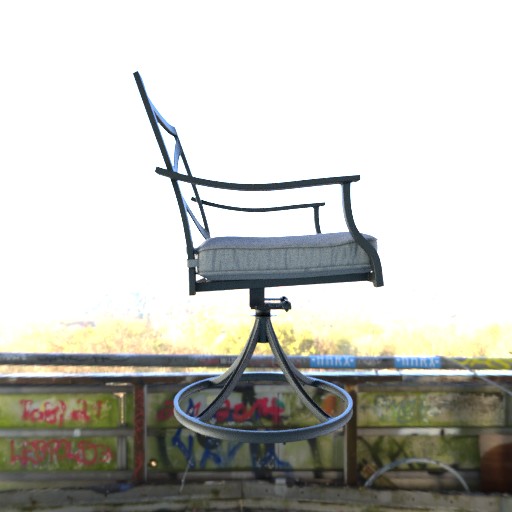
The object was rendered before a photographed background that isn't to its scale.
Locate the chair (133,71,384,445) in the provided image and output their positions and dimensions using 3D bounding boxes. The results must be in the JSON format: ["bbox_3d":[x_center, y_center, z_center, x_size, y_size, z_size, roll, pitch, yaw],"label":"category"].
[{"bbox_3d":[0.000,0.000,1.302,0.620,0.889,0.575,0,0,0],"label":"chair"}]
